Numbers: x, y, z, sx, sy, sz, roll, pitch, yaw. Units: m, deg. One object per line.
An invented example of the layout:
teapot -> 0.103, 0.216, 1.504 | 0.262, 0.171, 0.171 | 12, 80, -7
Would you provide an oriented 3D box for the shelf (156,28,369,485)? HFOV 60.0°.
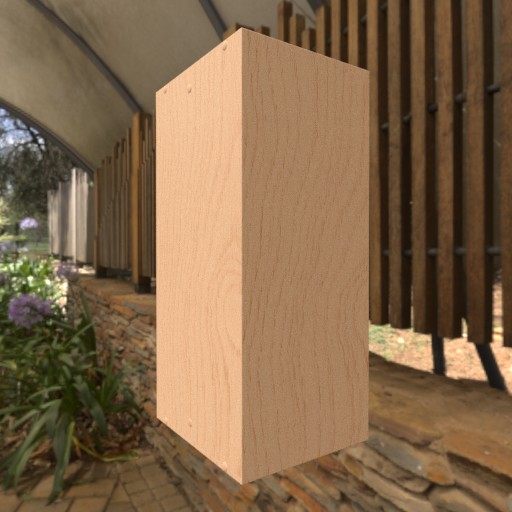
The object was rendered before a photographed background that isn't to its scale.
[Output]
shelf -> 0.000, 0.000, 0.770 | 0.250, 0.600, 0.290 | 0, 1, -35
